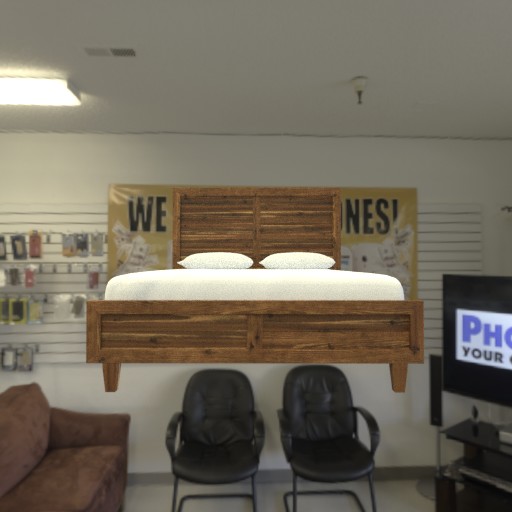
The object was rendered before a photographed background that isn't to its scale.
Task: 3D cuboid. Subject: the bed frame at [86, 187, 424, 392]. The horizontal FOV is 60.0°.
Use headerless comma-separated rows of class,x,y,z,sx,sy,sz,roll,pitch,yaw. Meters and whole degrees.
bed frame,0.000,0.000,3.368,1.696,1.417,2.276,0,-1,0
